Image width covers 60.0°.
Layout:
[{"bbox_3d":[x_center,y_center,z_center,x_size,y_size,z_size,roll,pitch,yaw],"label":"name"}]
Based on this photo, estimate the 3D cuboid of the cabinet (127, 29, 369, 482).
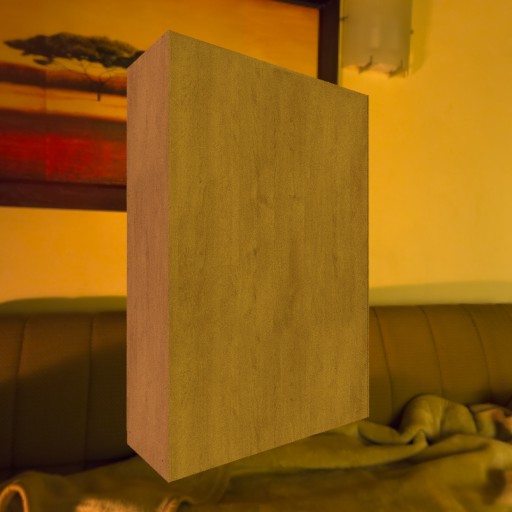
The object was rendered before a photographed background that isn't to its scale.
[{"bbox_3d":[0.000,0.000,2.455,1.290,1.910,0.510,0,0,-36],"label":"cabinet"}]
